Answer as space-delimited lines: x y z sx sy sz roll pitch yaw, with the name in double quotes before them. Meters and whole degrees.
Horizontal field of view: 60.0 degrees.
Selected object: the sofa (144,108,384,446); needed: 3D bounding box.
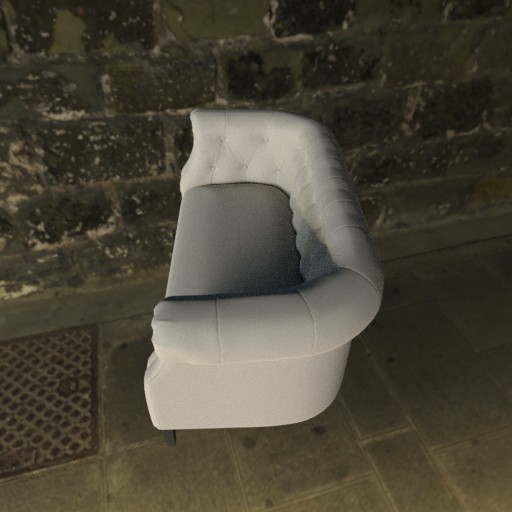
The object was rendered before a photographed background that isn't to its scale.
"sofa" 0.000 0.000 2.049 0.835 0.827 1.558 -1 41 -1
